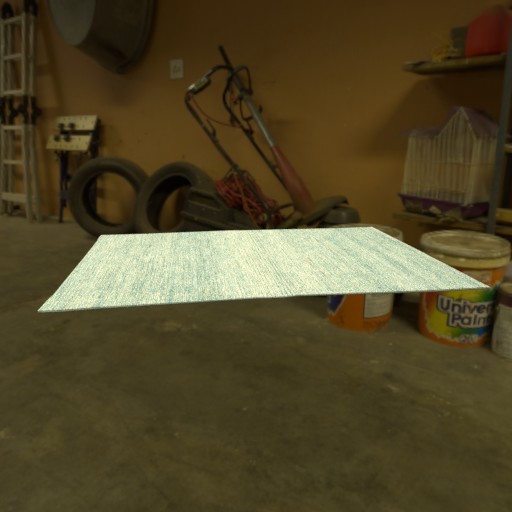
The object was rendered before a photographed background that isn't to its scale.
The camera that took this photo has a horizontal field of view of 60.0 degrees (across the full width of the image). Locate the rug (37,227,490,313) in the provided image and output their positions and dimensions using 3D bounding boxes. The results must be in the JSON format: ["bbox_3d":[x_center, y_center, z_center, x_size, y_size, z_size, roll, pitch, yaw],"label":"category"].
[{"bbox_3d":[0.000,0.000,2.973,2.306,0.030,1.613,-2,15,-8],"label":"rug"}]
